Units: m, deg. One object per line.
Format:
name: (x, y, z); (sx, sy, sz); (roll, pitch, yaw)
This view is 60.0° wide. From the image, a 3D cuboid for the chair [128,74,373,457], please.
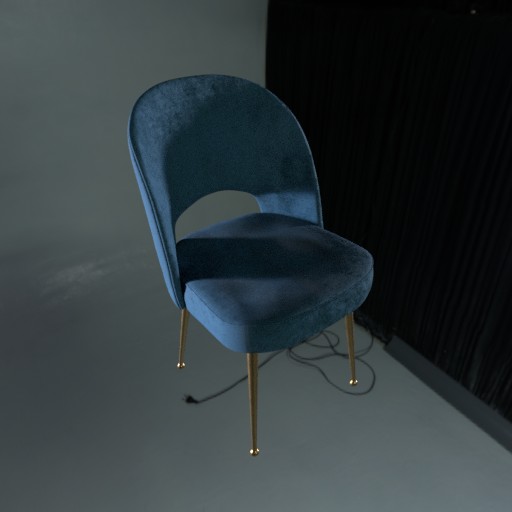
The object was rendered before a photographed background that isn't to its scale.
chair: (0.000, 0.000, 1.229); (0.527, 0.860, 0.577); (-22, 39, -31)
